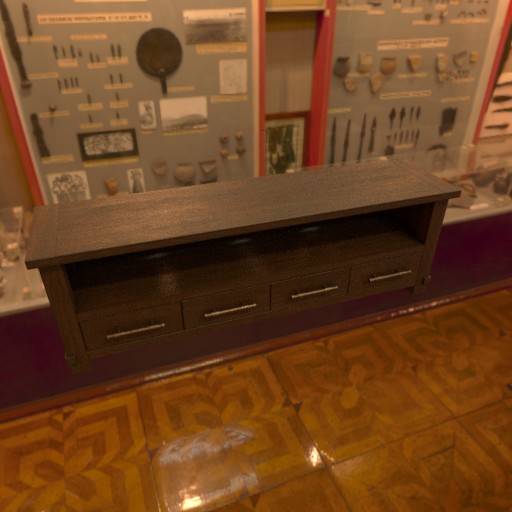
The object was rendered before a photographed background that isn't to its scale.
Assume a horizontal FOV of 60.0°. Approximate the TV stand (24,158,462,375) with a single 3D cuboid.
[{"bbox_3d":[0.000,0.000,2.147,1.866,0.615,0.471,-10,34,-16],"label":"TV stand"}]
